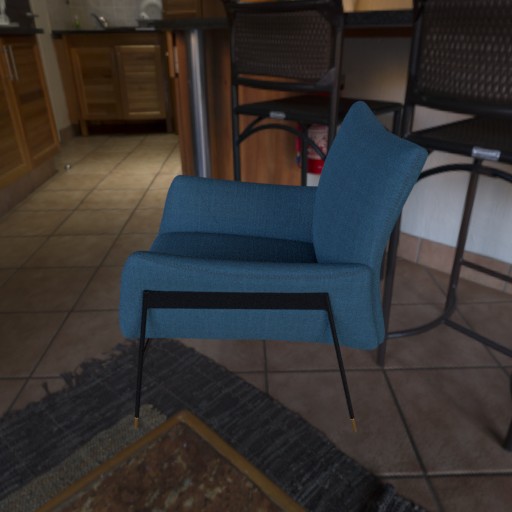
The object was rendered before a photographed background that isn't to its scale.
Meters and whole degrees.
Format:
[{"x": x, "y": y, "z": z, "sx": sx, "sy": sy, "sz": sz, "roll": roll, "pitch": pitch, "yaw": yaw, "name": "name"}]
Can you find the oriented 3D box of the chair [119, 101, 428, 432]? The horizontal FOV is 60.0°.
[{"x": 0.000, "y": 0.000, "z": 1.424, "sx": 0.769, "sy": 0.859, "sz": 0.678, "roll": 0, "pitch": 28, "yaw": 1, "name": "chair"}]
